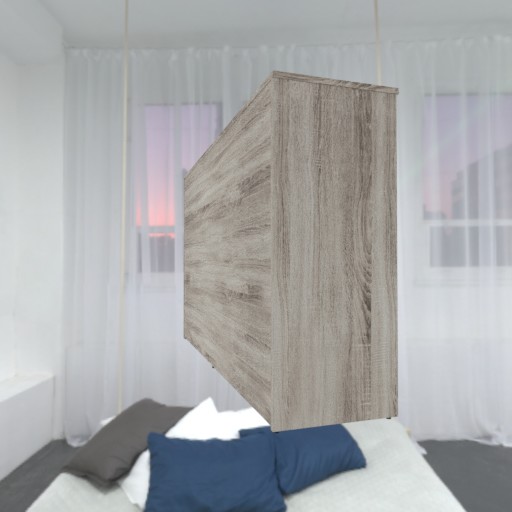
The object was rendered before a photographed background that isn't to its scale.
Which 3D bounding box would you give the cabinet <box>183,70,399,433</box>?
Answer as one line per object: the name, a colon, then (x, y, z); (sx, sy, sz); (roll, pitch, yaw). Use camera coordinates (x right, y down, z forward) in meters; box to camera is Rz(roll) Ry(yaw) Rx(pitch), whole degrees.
cabinet: (0.000, 0.000, 1.843); (0.380, 0.900, 1.450); (0, -1, -18)
